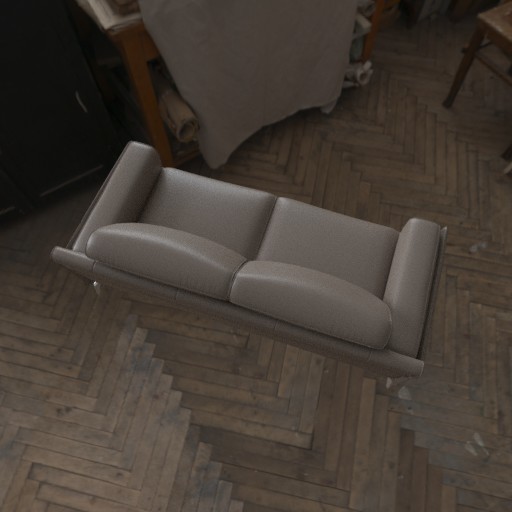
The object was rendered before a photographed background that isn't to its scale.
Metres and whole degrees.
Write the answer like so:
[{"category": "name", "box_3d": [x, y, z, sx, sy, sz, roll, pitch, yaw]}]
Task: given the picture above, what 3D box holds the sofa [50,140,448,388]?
[{"category": "sofa", "box_3d": [0.000, 0.000, 2.665, 2.101, 0.930, 1.049, 16, 65, 8]}]
